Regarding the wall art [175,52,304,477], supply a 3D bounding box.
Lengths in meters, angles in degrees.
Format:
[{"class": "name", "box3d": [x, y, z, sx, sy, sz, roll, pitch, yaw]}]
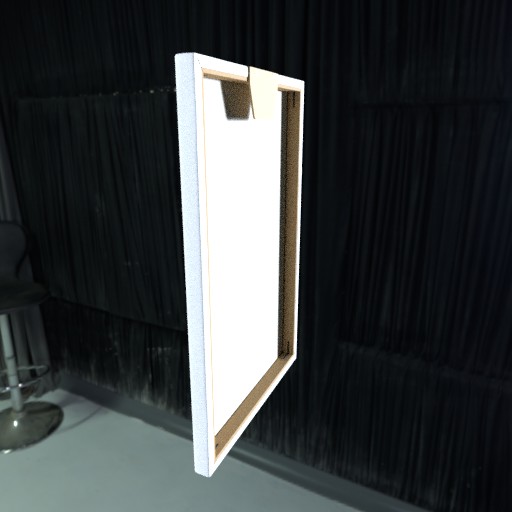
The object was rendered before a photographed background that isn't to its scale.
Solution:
[{"class": "wall art", "box3d": [0.000, 0.000, 1.162, 0.048, 0.902, 0.602, 7, 18, 23]}]
